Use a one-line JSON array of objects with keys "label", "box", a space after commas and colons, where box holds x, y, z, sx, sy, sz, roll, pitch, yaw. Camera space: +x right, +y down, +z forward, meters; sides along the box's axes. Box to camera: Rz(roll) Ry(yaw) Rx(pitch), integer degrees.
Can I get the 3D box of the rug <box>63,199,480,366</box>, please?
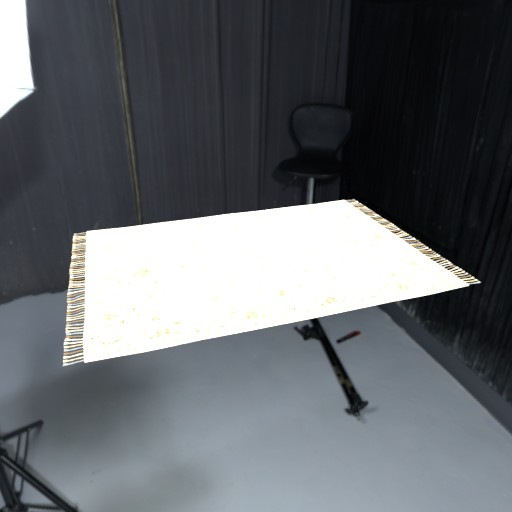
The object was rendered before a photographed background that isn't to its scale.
[{"label": "rug", "box": [0.000, 0.000, 2.345, 1.861, 0.017, 1.218, -9, 29, -16]}]
